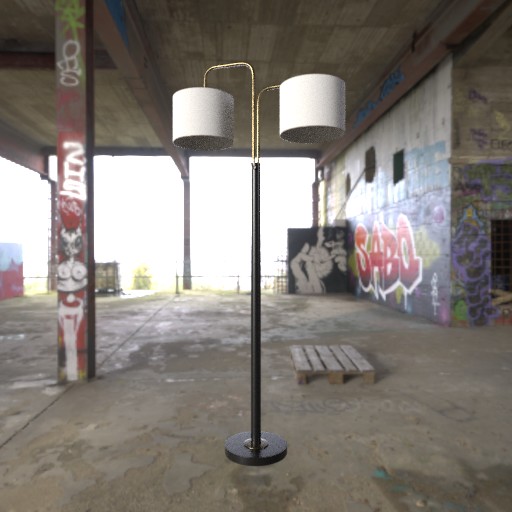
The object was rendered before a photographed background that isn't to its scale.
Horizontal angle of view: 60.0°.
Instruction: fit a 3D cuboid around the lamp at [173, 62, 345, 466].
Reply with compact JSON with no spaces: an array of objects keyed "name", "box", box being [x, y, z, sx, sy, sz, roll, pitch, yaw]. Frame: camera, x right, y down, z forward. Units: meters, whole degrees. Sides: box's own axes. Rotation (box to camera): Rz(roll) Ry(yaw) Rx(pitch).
[{"name":"lamp","box":[0.000,0.000,1.797,0.711,1.587,0.254,0,0,16]}]
